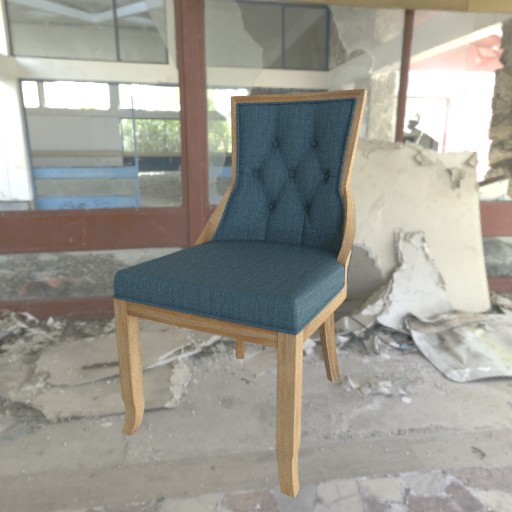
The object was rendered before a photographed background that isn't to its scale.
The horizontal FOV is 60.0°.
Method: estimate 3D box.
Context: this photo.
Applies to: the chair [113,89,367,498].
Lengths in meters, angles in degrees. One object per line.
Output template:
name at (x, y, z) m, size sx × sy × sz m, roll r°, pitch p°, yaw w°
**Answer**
chair at (0.000, 0.000, 1.292) m, size 0.524 × 0.947 × 0.641 m, roll 7°, pitch 16°, yaw 26°
